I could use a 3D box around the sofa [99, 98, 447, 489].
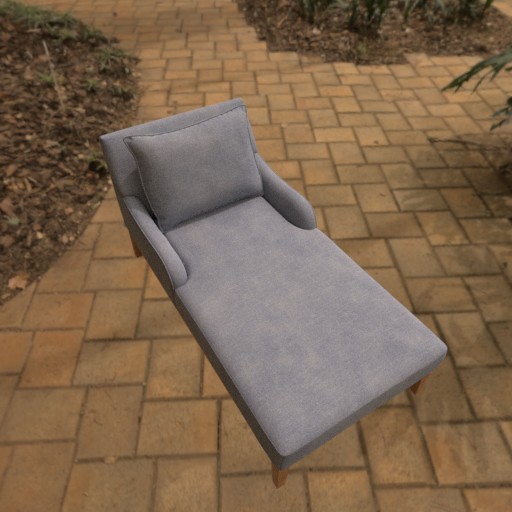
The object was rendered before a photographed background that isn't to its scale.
[{"bbox_3d":[0.000,0.000,2.244,0.904,0.883,1.779,-24,49,-22],"label":"sofa"}]
